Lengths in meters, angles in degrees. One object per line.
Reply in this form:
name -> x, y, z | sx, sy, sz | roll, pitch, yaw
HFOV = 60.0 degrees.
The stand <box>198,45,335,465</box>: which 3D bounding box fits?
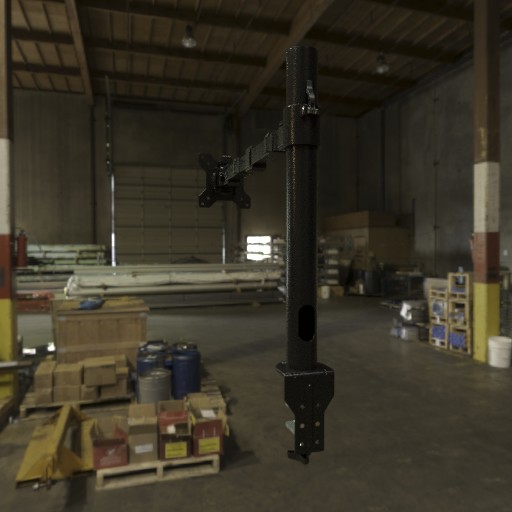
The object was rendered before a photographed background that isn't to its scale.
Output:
stand -> 0.000, 0.000, 0.739 | 0.115, 0.510, 0.456 | 0, 1, -17
